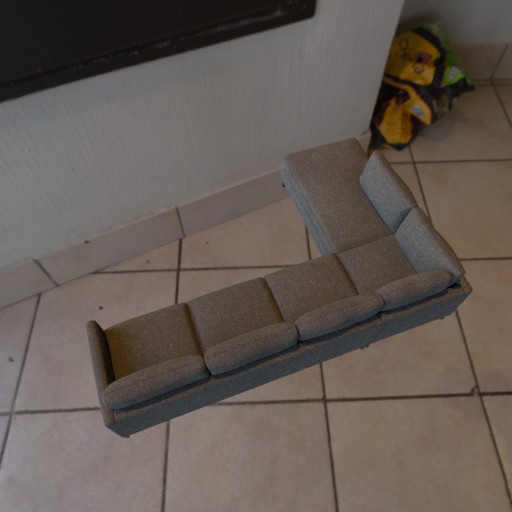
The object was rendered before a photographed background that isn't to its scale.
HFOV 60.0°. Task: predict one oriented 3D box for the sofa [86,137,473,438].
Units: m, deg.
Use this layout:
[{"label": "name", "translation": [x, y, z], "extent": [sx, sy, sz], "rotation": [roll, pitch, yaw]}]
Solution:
[{"label": "sofa", "translation": [0.000, 0.000, 3.847], "extent": [2.949, 0.815, 2.007], "rotation": [-18, 60, -10]}]
